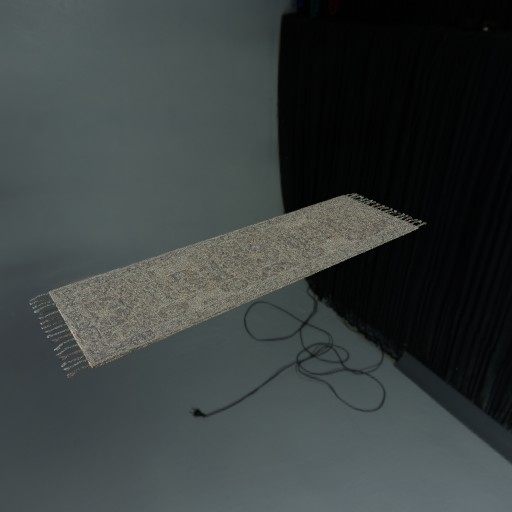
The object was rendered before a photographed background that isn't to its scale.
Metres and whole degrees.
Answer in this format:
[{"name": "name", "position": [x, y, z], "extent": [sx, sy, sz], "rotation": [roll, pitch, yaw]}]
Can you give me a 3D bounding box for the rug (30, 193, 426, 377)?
[{"name": "rug", "position": [0.000, 0.000, 2.935], "extent": [2.664, 0.011, 0.762], "rotation": [-20, 36, -31]}]
